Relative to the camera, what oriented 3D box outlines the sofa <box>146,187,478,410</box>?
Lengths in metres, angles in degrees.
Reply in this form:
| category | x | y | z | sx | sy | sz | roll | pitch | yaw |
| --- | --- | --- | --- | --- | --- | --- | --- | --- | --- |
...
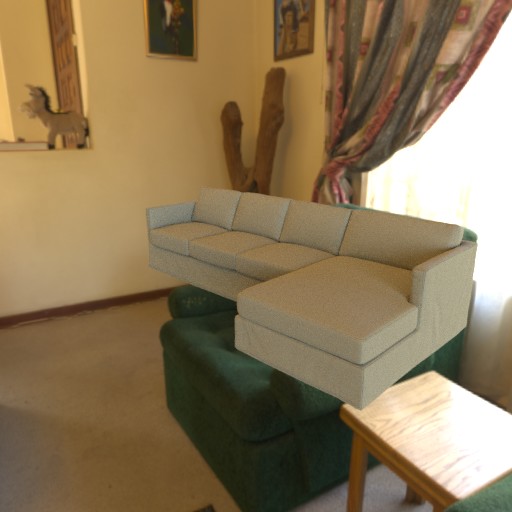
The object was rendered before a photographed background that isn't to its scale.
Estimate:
| category | x | y | z | sx | sy | sz | roll | pitch | yaw |
| --- | --- | --- | --- | --- | --- | --- | --- | --- | --- |
| sofa | 0.000 | 0.000 | 3.936 | 3.177 | 0.867 | 1.622 | 15 | 22 | 42 |
